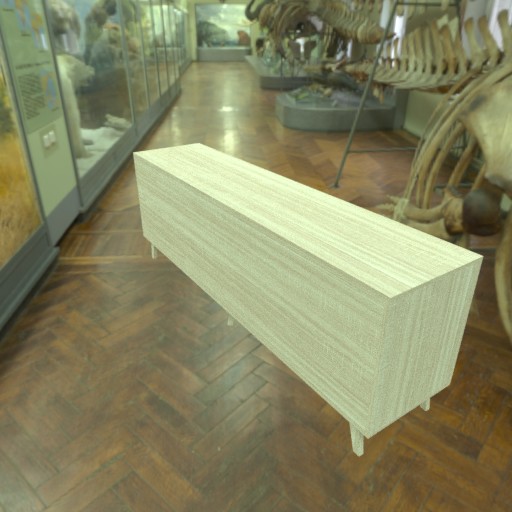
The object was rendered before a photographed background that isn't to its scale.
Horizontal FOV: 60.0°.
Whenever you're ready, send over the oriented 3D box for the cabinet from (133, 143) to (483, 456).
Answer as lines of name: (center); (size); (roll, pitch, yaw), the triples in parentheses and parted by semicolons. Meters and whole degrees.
cabinet: (0.000, 0.000, 2.472); (0.500, 0.780, 2.200); (-17, 32, -30)
